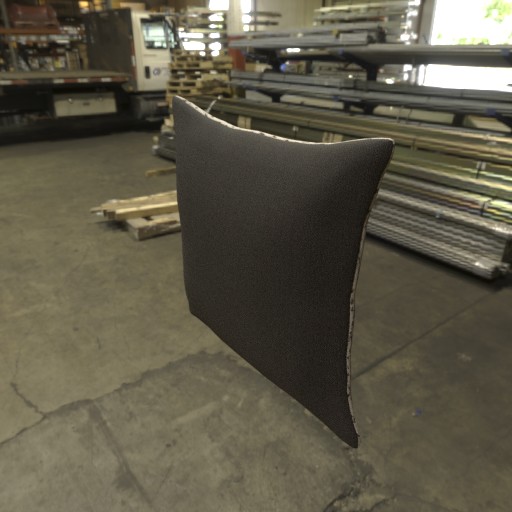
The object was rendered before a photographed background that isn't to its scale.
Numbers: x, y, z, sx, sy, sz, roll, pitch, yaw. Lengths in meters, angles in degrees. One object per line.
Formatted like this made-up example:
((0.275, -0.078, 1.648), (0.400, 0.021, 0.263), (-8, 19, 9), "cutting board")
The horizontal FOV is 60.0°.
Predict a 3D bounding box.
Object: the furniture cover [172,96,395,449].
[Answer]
((0.000, 0.000, 0.787), (0.180, 0.498, 0.525), (-18, 31, -33), "furniture cover")
